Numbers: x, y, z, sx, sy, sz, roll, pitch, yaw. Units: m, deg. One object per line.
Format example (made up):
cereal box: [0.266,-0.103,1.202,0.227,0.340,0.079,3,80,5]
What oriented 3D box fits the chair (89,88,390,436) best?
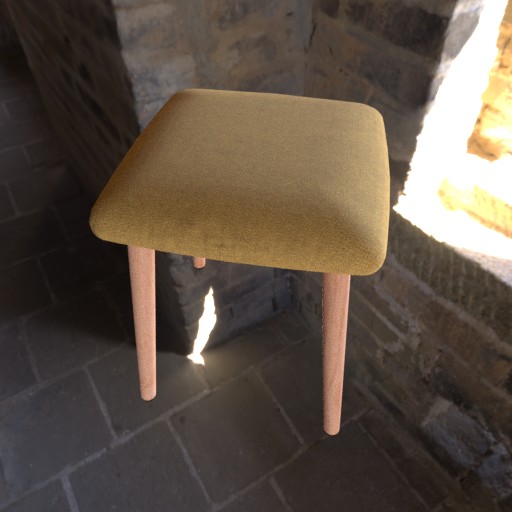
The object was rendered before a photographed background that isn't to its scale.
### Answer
chair: [0.000,0.000,0.717,0.350,0.440,0.350,8,46,8]
